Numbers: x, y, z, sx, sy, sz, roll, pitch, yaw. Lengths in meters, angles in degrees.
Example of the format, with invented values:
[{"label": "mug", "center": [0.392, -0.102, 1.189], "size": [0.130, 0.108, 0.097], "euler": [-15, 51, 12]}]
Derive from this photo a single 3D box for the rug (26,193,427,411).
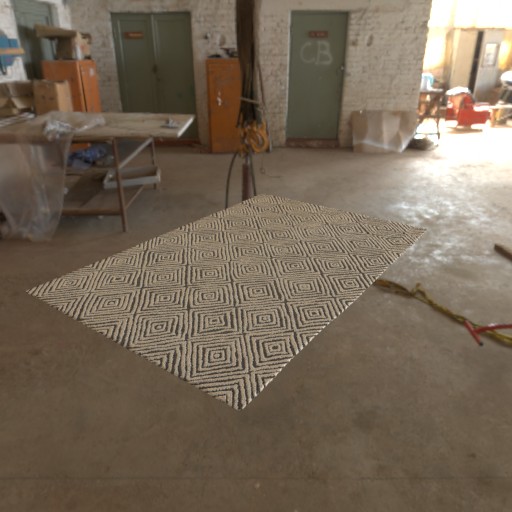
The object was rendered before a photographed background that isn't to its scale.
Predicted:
[{"label": "rug", "center": [0.000, 0.000, 2.225], "size": [1.177, 0.004, 1.750], "euler": [17, 30, 32]}]
